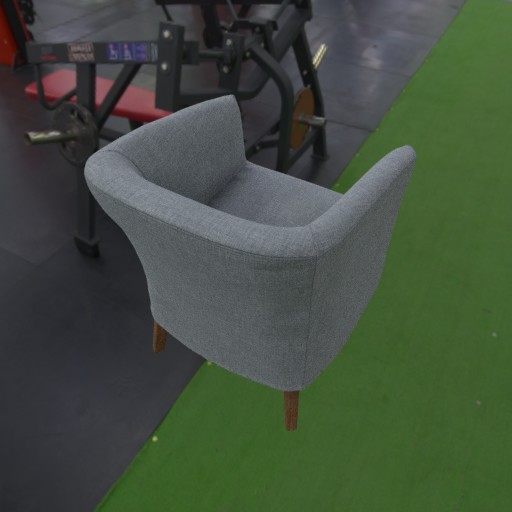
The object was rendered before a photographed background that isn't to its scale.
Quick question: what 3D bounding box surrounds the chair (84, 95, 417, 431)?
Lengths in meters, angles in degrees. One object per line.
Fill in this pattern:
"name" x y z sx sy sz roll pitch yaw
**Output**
"chair" 0.000 0.000 1.240 0.600 0.771 0.668 24 50 22
